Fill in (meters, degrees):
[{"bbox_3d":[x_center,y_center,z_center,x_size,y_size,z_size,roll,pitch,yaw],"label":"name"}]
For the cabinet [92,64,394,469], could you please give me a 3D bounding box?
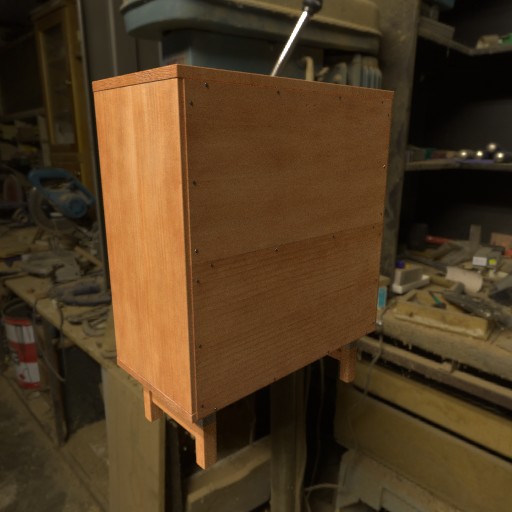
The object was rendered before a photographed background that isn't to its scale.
[{"bbox_3d":[0.000,0.000,1.400,0.800,1.001,0.419,-13,20,-41],"label":"cabinet"}]
